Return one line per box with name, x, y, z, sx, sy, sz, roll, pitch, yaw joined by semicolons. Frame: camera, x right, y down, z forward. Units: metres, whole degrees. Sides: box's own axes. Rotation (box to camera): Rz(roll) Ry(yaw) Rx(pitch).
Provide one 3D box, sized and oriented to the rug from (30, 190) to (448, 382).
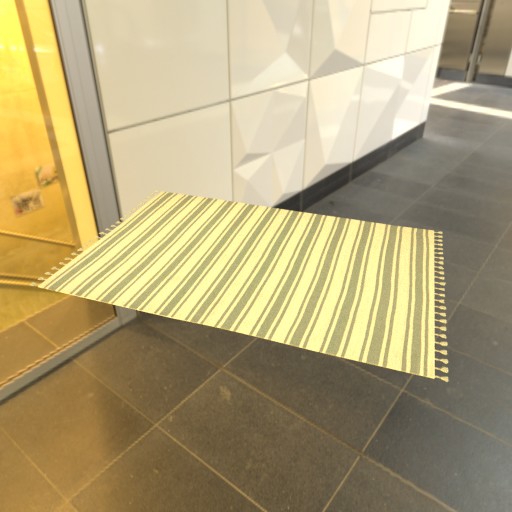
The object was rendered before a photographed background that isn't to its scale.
rug;0.000;0.000;2.996;2.410;0.011;1.539;10;33;16
